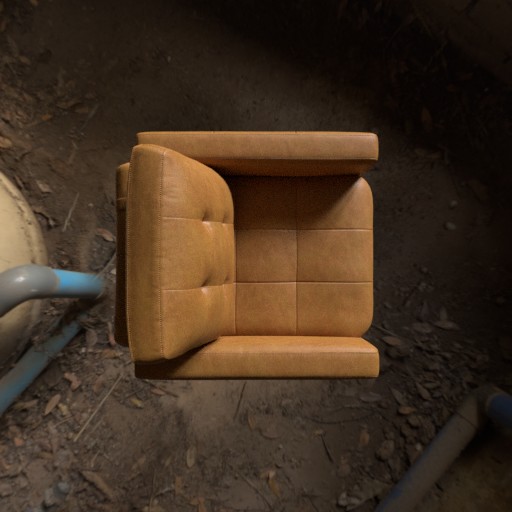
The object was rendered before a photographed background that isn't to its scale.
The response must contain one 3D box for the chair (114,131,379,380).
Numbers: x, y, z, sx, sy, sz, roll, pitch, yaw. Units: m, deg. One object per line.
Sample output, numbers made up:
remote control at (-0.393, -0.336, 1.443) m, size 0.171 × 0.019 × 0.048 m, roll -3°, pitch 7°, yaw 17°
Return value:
chair at (0.000, 0.000, 1.574) m, size 0.868 × 0.896 × 0.831 m, roll 0°, pitch 89°, yaw 0°
